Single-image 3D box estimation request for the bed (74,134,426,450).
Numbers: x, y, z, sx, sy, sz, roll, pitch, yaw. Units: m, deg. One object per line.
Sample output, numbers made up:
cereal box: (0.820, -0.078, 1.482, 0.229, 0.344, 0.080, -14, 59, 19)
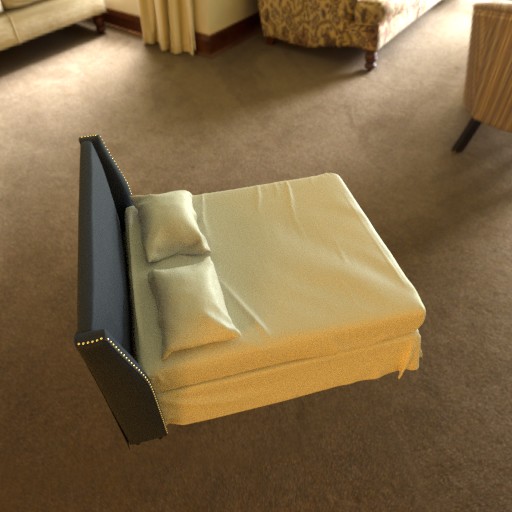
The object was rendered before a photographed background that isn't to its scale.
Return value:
bed: (0.000, 0.000, 3.361, 2.276, 1.332, 1.925, -11, 47, -10)
